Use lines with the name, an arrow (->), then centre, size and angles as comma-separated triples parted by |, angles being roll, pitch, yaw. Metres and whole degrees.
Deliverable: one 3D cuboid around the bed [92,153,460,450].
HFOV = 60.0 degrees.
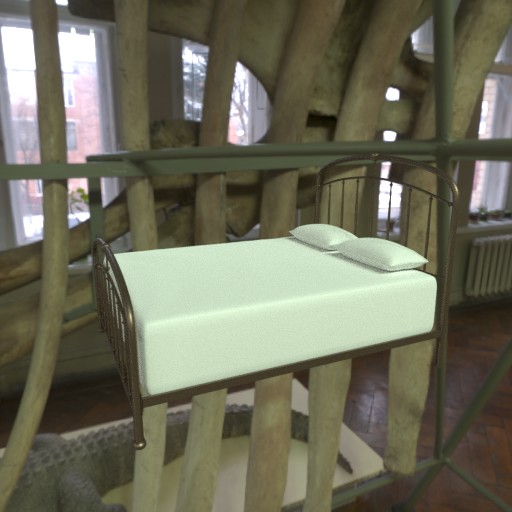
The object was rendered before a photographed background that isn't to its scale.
bed -> 0.000, 0.000, 3.282 | 2.168, 1.475, 1.711 | -6, 15, -24
